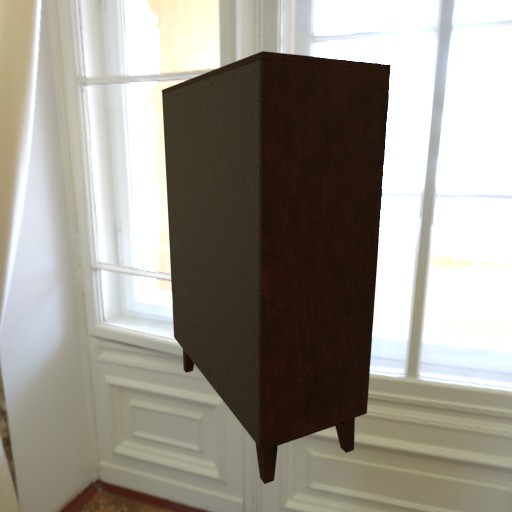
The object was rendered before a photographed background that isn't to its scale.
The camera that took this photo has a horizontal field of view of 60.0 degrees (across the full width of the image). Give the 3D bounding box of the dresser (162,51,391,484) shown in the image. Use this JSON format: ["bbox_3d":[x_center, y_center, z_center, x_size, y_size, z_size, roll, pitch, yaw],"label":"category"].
[{"bbox_3d":[0.000,0.000,2.032,0.506,1.514,1.072,-7,16,-26],"label":"dresser"}]
